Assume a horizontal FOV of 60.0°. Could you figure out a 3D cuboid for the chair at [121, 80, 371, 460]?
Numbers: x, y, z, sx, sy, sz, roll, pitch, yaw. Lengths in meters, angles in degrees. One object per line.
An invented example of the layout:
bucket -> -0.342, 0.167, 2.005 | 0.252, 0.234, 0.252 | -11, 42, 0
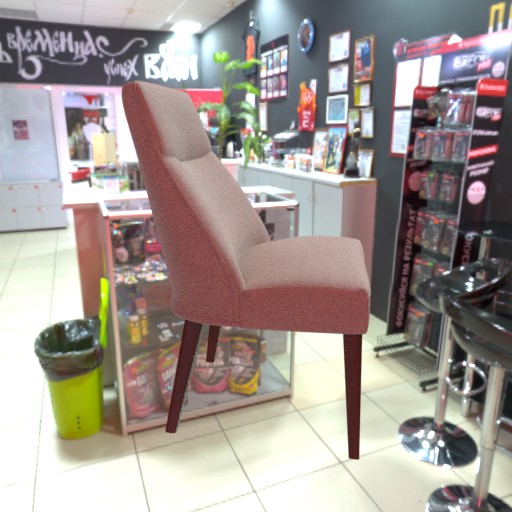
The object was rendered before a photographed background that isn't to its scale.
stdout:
chair -> 0.000, 0.000, 1.272 | 0.620, 0.930, 0.500 | 3, 16, 10
